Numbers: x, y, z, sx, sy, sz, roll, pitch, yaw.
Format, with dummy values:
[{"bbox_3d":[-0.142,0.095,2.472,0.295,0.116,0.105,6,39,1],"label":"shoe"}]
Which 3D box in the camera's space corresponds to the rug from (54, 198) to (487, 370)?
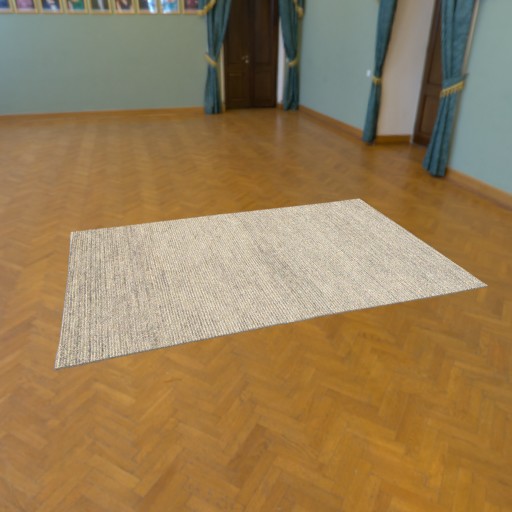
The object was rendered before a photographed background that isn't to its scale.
[{"bbox_3d":[0.000,0.000,2.217,1.804,0.022,1.162,-8,29,-15],"label":"rug"}]
